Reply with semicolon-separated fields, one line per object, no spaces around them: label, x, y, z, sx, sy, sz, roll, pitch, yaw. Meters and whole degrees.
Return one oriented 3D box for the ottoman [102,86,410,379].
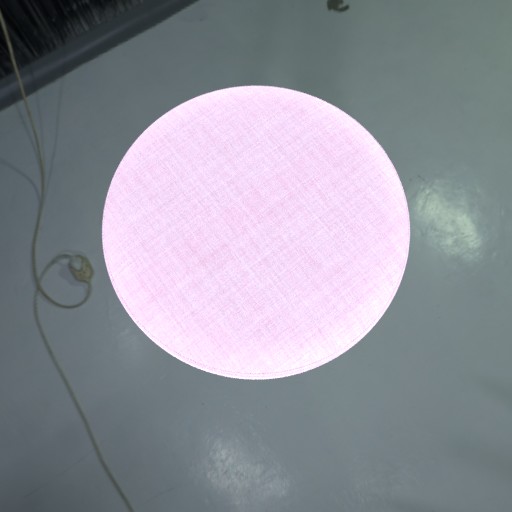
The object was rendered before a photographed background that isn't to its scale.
ottoman;0.000;0.000;0.746;0.400;0.406;0.400;0;74;0
